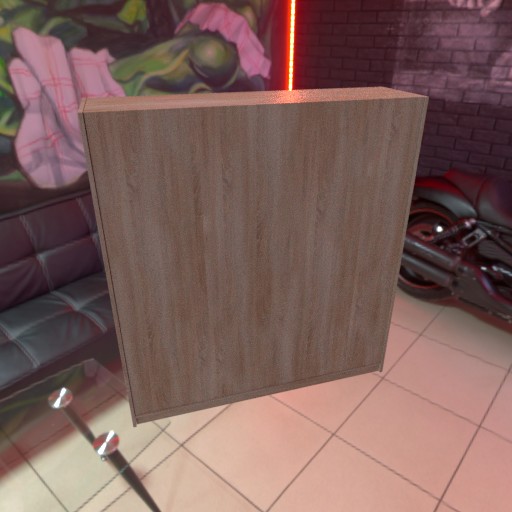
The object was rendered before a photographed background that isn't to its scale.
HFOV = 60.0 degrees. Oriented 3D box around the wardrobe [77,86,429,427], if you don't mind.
[{"bbox_3d":[0.000,0.000,3.166,1.998,2.159,0.598,-8,28,-15],"label":"wardrobe"}]
